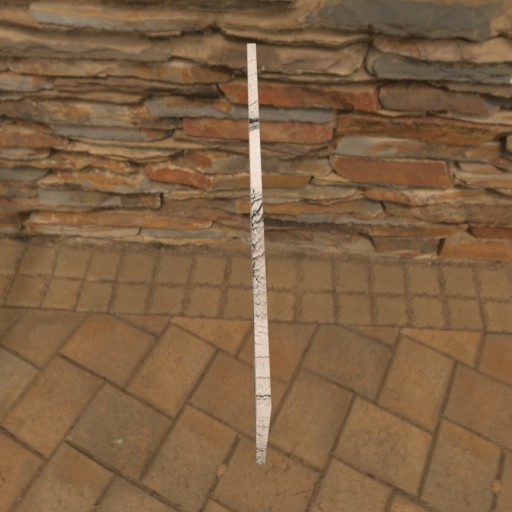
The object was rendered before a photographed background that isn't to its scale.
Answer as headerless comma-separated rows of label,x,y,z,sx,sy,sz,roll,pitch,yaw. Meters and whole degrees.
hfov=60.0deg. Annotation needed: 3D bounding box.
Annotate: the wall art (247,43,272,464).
wall art,0.000,0.000,1.155,0.023,0.607,0.914,-1,58,-1
